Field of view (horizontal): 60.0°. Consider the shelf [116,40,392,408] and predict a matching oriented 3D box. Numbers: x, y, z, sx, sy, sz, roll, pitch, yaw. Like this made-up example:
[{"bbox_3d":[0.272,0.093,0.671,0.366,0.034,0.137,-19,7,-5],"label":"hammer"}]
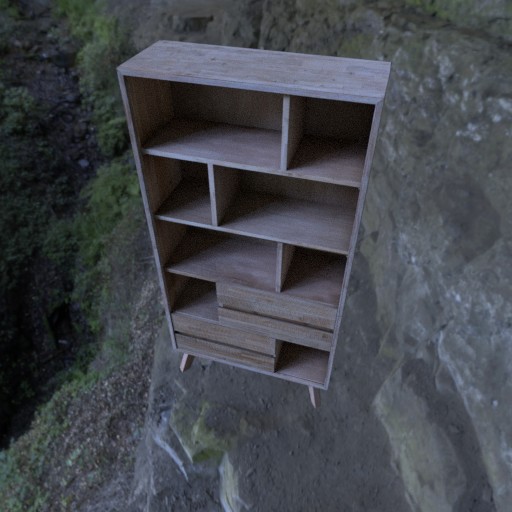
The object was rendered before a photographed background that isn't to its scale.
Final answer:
[{"bbox_3d":[0.000,0.000,1.765,0.748,1.471,0.308,11,43,13],"label":"shelf"}]
